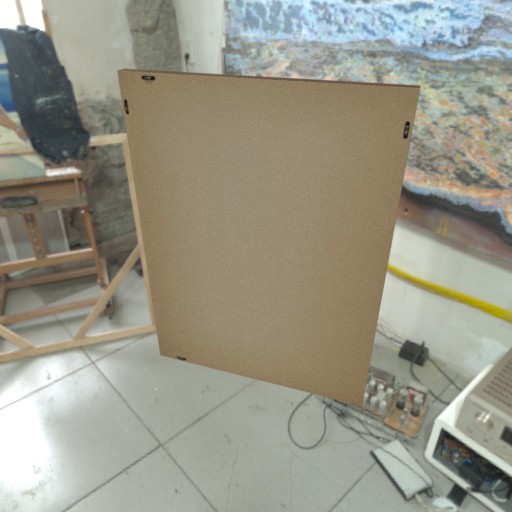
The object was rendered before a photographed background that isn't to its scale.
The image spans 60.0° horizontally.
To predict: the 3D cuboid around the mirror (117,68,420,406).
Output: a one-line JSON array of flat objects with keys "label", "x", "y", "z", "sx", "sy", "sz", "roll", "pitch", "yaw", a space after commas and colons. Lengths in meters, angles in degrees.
[{"label": "mirror", "x": 0.000, "y": 0.000, "z": 1.342, "sx": 0.762, "sy": 1.016, "sz": 0.040, "roll": 10, "pitch": 33, "yaw": 16}]
